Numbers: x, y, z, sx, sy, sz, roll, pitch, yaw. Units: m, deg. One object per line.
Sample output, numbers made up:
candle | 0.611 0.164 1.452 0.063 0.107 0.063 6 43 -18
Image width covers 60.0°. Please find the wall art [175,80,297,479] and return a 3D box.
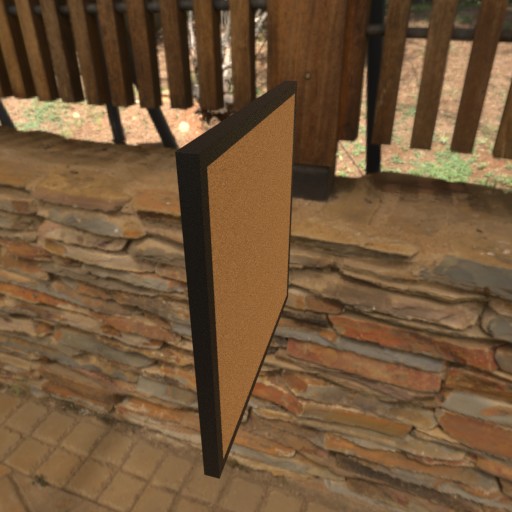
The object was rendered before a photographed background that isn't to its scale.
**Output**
wall art | 0.000 0.000 1.161 0.038 0.762 0.762 8 30 14
